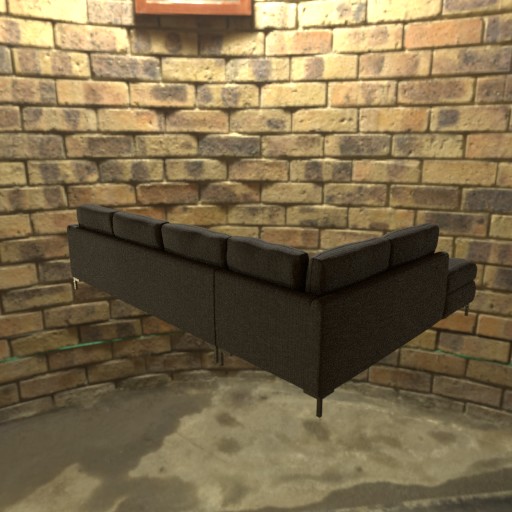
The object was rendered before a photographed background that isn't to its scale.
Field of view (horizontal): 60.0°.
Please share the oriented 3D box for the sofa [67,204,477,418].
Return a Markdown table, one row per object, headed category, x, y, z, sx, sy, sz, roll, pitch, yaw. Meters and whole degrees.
| category | x | y | z | sx | sy | sz | roll | pitch | yaw |
| --- | --- | --- | --- | --- | --- | --- | --- | --- | --- |
| sofa | 0.000 | 0.000 | 3.772 | 2.949 | 0.815 | 2.007 | 14 | 20 | 43 |
